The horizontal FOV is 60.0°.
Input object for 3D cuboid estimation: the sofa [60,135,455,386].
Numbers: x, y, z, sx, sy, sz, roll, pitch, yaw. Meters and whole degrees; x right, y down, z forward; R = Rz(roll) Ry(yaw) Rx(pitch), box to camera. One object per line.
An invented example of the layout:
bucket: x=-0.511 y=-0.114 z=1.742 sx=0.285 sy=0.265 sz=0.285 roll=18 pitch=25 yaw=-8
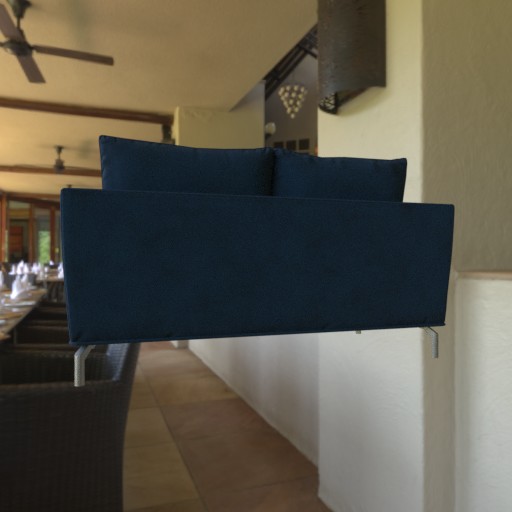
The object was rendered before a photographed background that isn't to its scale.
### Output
sofa: x=0.000 y=0.000 z=2.278 sx=1.770 sy=1.002 sz=0.853 roll=0 pitch=0 yaw=-17
